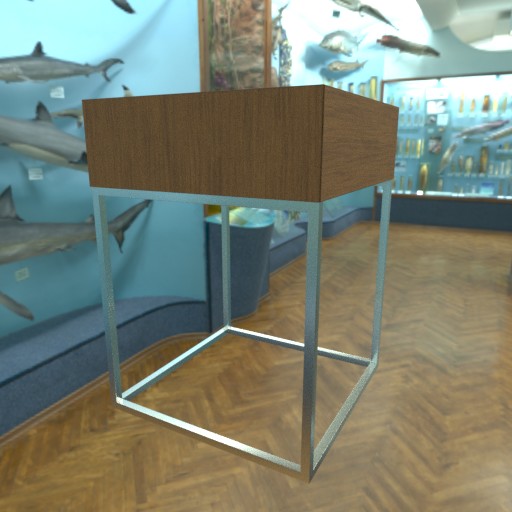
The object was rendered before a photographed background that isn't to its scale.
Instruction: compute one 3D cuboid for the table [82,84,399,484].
[{"bbox_3d":[0.000,0.000,0.829,0.398,0.540,0.397,8,16,28],"label":"table"}]
